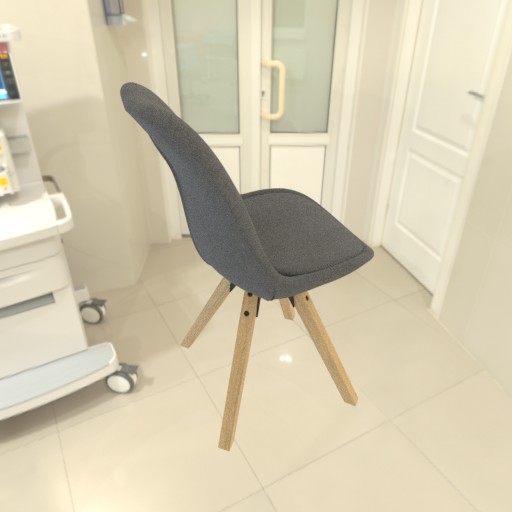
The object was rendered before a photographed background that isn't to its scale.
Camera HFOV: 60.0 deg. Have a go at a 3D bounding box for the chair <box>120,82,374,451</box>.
[{"bbox_3d":[0.000,0.000,1.160,0.550,0.850,0.485,-12,33,-19],"label":"chair"}]
